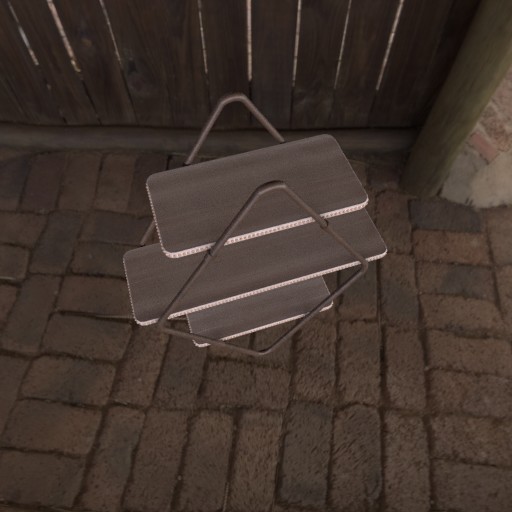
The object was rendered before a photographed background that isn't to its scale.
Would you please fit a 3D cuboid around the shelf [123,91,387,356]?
[{"bbox_3d":[0.000,0.000,1.062,0.609,0.774,0.234,-15,60,-9],"label":"shelf"}]
